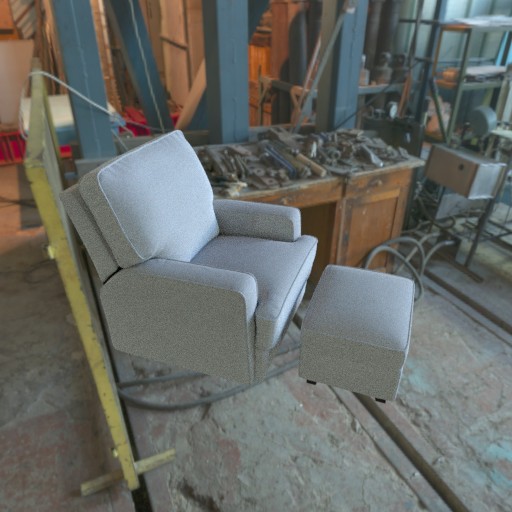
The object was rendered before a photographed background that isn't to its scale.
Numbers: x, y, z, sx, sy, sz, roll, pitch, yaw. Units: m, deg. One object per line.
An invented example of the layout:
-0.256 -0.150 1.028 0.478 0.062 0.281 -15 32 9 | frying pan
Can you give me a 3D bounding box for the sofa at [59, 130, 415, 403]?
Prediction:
0.000 0.000 2.093 1.472 0.959 0.861 10 32 17 | sofa
